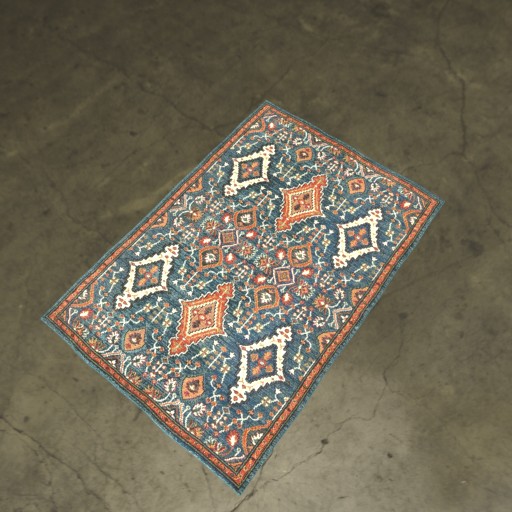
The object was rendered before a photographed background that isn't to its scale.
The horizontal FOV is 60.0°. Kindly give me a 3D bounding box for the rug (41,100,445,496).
[{"bbox_3d":[0.000,0.000,2.973,1.622,0.009,2.373,35,68,16],"label":"rug"}]
